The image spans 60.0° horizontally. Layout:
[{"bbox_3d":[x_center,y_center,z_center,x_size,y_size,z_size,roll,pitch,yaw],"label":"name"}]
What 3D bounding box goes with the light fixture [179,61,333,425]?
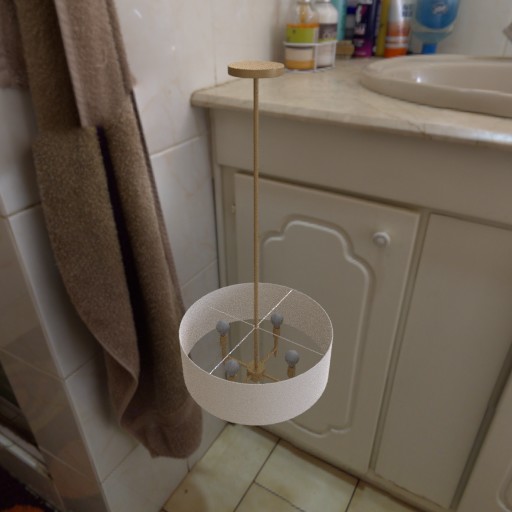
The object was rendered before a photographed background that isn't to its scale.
[{"bbox_3d":[0.000,0.000,1.335,0.508,1.067,0.508,0,31,0],"label":"light fixture"}]
